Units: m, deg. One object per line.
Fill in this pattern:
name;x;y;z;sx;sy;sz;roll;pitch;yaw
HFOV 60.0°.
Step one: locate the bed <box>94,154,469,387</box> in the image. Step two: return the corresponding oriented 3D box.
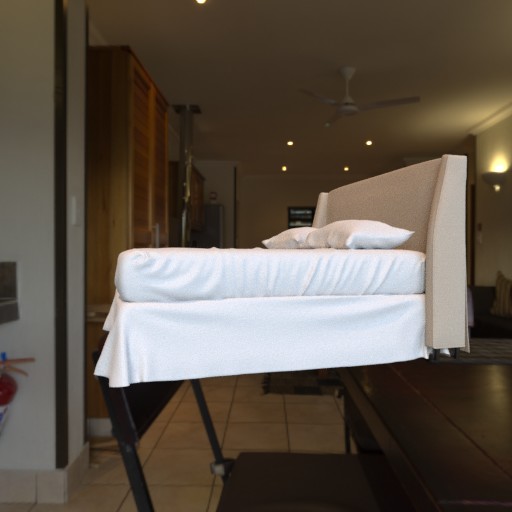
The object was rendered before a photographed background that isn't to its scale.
bed;0.000;0.000;3.405;2.276;1.332;1.925;0;0;-17
